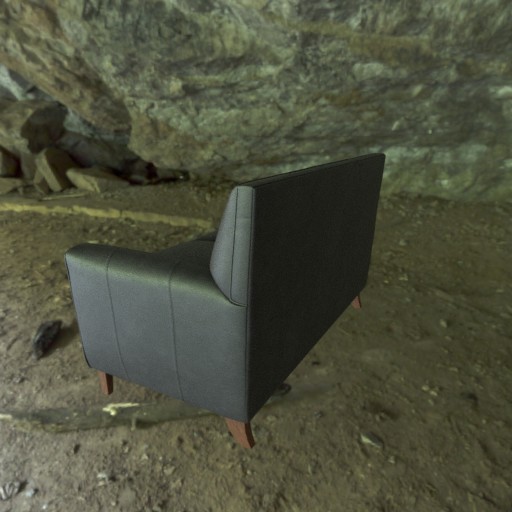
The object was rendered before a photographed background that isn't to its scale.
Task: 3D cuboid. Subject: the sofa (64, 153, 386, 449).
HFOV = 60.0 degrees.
[{"bbox_3d":[0.000,0.000,2.034,0.787,0.871,1.473,9,19,27],"label":"sofa"}]
